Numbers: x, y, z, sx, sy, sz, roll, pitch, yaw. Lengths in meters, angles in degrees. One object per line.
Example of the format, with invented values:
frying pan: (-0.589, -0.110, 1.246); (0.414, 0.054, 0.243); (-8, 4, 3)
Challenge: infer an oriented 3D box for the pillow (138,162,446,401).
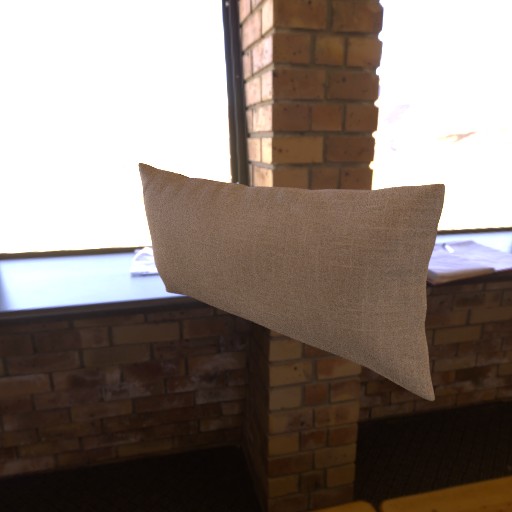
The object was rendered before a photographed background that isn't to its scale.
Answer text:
pillow: (0.000, 0.000, 0.729); (0.612, 0.282, 0.155); (14, 21, 43)
